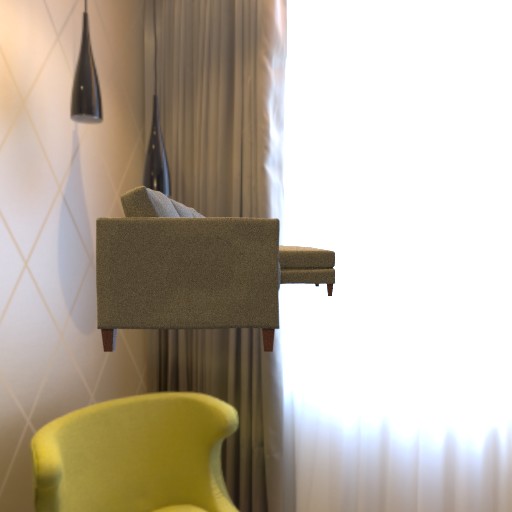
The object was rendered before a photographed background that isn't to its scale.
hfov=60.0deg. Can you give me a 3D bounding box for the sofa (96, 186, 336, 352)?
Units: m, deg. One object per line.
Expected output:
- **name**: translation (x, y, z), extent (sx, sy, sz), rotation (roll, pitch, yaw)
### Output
- **sofa**: translation (0.000, 0.000, 3.807), extent (1.625, 0.861, 3.186), rotation (0, 2, 0)
